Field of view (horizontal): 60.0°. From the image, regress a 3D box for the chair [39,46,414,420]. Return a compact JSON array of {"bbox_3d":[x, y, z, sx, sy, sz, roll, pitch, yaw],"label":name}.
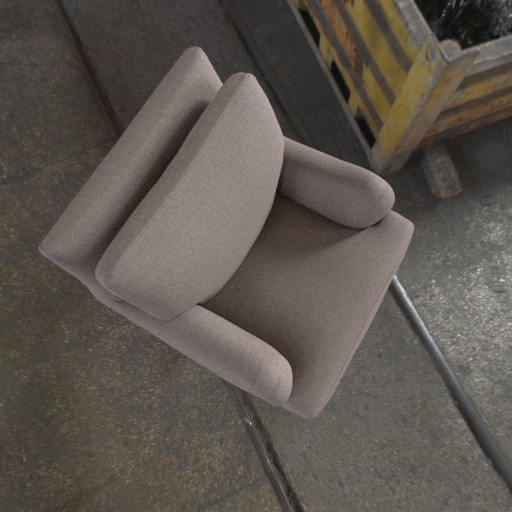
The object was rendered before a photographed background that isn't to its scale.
[{"bbox_3d":[0.000,0.000,1.822,1.070,1.038,0.955,30,77,8],"label":"chair"}]
